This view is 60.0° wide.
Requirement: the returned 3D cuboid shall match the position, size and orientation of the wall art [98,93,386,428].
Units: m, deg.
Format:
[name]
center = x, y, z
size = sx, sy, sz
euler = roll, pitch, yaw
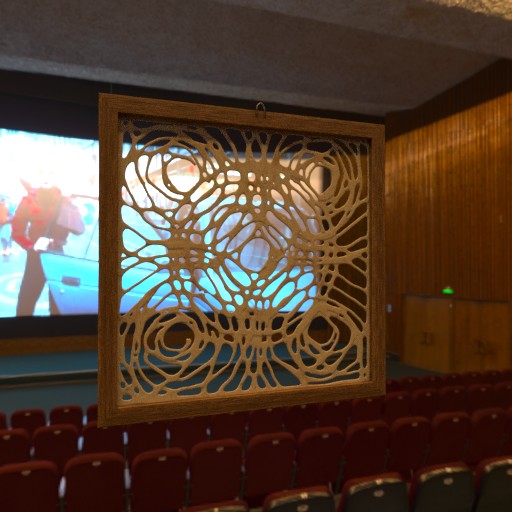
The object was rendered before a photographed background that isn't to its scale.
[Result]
[wall art]
center = 0.000, 0.000, 0.837
size = 0.561, 0.576, 0.021
euler = 0, -1, -19
